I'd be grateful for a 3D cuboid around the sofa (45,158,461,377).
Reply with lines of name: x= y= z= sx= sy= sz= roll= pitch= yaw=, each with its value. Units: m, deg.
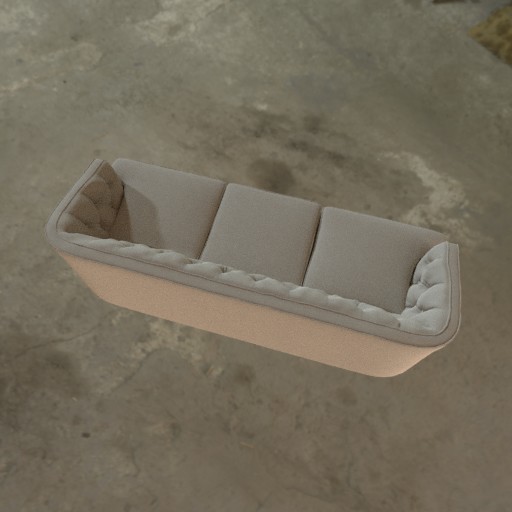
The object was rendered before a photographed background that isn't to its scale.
sofa: x=0.000 y=0.000 z=2.768 sx=2.278 sy=0.855 sz=0.941 roll=14 pitch=65 yaw=7
